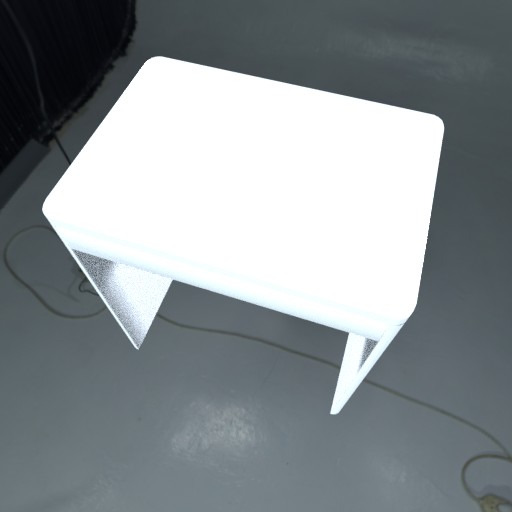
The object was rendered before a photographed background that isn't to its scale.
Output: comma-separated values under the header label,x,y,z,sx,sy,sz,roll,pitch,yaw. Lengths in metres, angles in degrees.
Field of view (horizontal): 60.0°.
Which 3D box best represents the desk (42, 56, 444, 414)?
label,x,y,z,sx,sy,sz,roll,pitch,yaw
desk,0.000,0.000,1.314,0.762,0.800,0.549,16,60,9
